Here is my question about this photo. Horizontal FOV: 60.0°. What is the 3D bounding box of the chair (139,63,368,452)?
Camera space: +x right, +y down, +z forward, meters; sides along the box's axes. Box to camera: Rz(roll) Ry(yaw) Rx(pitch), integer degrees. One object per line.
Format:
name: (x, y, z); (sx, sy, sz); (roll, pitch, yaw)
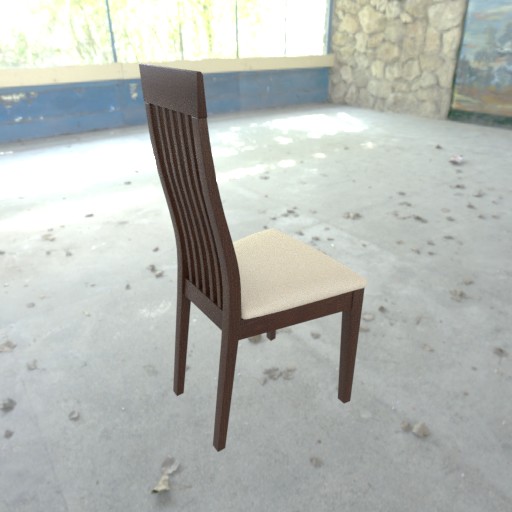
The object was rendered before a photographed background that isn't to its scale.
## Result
chair: (0.000, 0.000, 1.283); (0.474, 1.027, 0.460); (-17, 32, -31)
